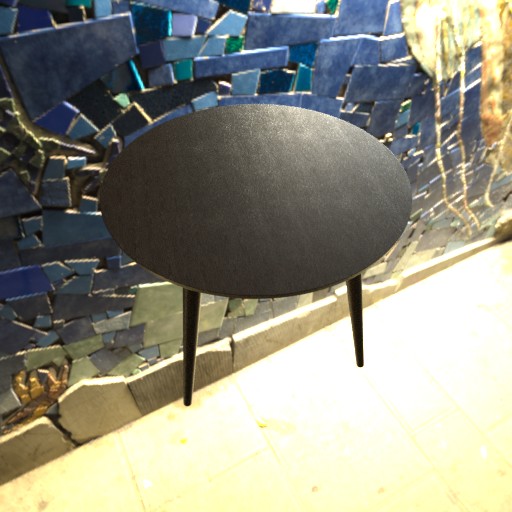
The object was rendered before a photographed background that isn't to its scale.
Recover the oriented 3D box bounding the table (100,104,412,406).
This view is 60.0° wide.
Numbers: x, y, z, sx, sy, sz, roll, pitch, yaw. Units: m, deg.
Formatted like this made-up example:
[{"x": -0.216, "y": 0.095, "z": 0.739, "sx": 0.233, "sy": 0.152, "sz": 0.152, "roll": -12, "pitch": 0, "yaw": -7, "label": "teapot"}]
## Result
[{"x": 0.000, "y": 0.000, "z": 1.817, "sx": 1.053, "sy": 0.786, "sz": 1.053, "roll": 0, "pitch": 46, "yaw": 0, "label": "table"}]
